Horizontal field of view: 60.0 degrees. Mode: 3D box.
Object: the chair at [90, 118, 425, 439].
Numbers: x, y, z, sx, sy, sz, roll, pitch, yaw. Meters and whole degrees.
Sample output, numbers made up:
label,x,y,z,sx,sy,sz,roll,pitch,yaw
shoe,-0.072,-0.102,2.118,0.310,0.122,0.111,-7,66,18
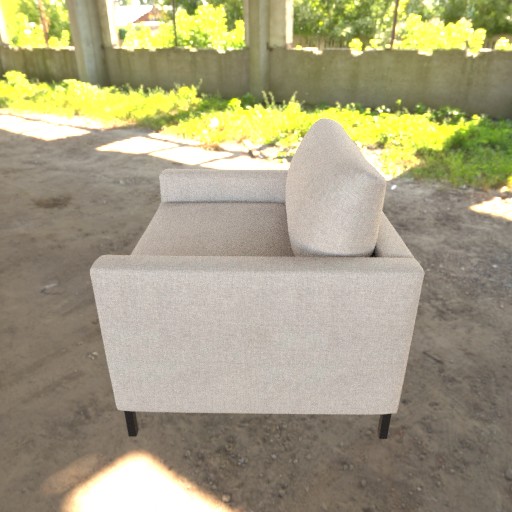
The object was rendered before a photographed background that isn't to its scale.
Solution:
label,x,y,z,sx,sy,sz,roll,pitch,yaw
chair,0.000,0.000,1.605,0.866,0.861,0.963,0,26,1
